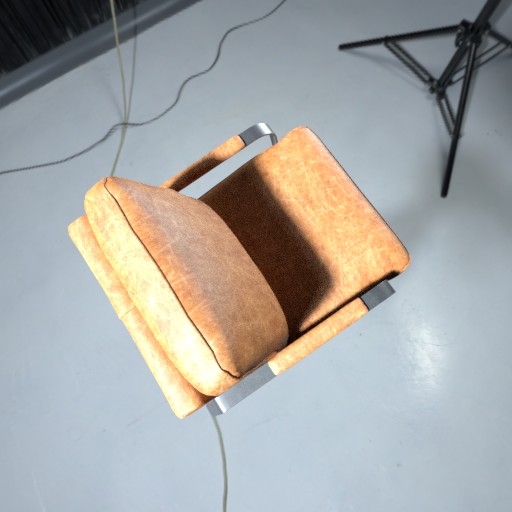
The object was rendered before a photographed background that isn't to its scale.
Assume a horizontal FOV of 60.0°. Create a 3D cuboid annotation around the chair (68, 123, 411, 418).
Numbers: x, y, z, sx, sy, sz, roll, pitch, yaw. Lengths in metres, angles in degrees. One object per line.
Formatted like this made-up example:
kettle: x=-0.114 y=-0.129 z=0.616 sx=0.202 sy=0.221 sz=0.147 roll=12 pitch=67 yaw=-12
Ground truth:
chair: x=0.000 y=0.000 z=1.349 sx=0.801 sy=0.777 sz=0.651 roll=-33 pitch=77 yaw=-8
